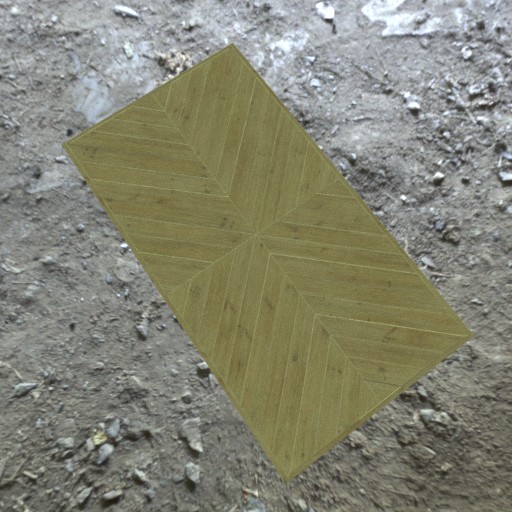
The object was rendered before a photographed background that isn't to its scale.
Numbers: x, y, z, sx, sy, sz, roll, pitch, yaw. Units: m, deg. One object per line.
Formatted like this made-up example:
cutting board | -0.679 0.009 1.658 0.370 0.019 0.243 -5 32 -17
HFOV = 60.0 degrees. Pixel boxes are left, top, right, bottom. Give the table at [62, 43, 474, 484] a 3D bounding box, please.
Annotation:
table | 0.000 0.000 2.361 0.991 0.762 1.803 -34 78 -8
